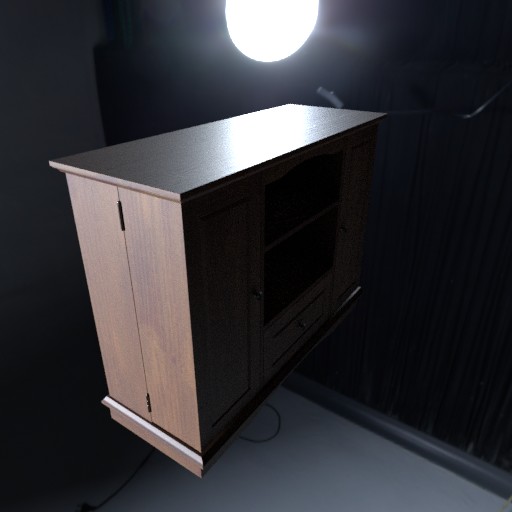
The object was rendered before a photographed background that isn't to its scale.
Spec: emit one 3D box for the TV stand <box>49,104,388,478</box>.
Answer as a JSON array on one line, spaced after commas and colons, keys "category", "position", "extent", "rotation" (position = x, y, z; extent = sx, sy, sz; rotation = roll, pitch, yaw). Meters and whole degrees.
[{"category": "TV stand", "position": [0.000, 0.000, 1.479], "extent": [0.406, 0.813, 1.067], "rotation": [17, 32, 31]}]
